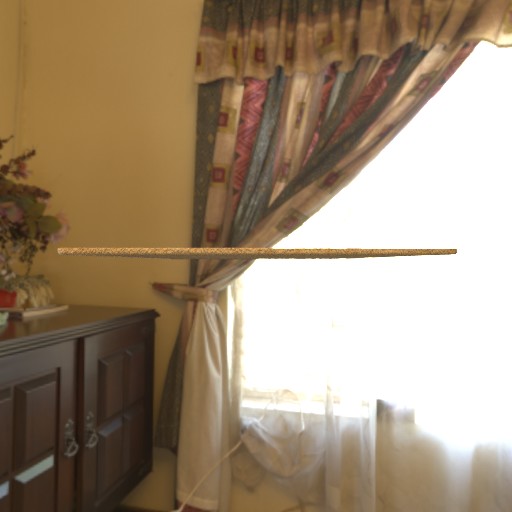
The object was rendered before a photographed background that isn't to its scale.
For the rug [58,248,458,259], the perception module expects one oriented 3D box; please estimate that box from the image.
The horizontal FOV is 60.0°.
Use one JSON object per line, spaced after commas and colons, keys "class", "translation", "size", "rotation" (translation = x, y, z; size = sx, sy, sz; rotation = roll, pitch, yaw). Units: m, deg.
{"class": "rug", "translation": [0.000, 0.000, 2.799], "size": [1.500, 0.025, 2.349], "rotation": [0, -1, -1]}
